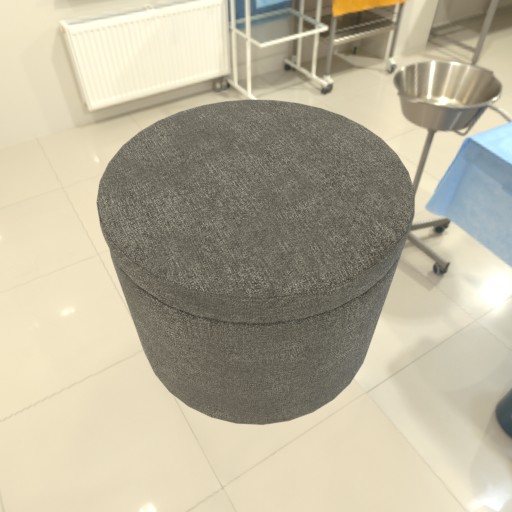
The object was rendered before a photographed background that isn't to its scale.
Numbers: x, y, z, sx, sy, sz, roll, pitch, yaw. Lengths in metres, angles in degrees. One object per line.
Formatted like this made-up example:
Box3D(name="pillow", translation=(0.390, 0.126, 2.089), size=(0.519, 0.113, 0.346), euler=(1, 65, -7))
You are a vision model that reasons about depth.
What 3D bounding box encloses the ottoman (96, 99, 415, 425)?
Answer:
Box3D(name="ottoman", translation=(0.000, 0.000, 0.845), size=(0.500, 0.419, 0.500), euler=(0, 47, 0))
